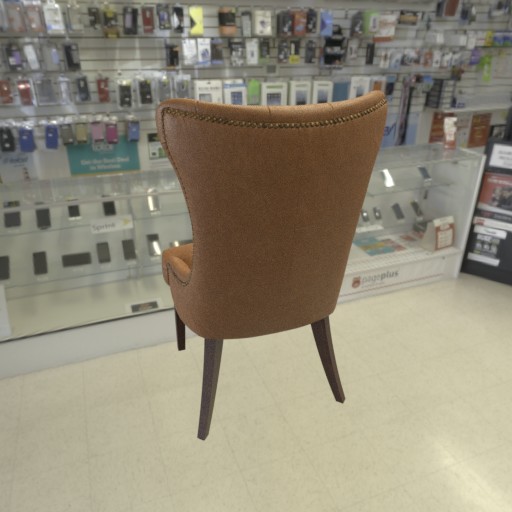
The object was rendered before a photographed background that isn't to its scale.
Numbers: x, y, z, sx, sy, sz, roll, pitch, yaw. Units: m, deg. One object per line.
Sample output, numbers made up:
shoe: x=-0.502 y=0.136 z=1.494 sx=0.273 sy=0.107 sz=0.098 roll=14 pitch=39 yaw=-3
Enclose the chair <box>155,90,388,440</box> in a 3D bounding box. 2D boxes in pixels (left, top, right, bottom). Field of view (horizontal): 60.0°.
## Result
chair: x=0.000 y=0.000 z=1.481 sx=0.611 sy=1.065 sz=0.669 roll=-8 pitch=27 yaw=-17
